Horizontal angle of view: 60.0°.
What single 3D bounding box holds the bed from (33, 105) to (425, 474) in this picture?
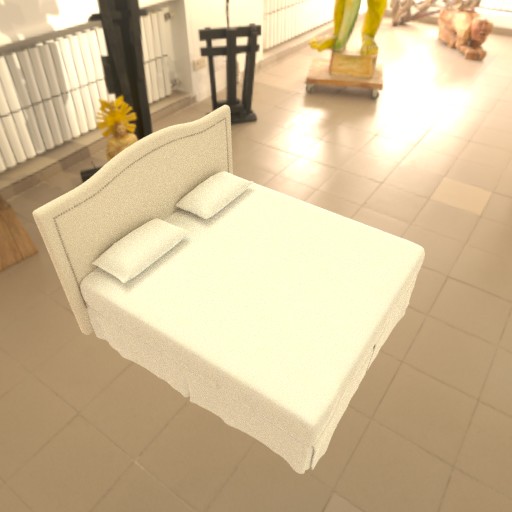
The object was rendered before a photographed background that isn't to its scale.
[{"bbox_3d":[0.000,0.000,3.487,2.182,1.421,2.083,25,47,25],"label":"bed"}]
